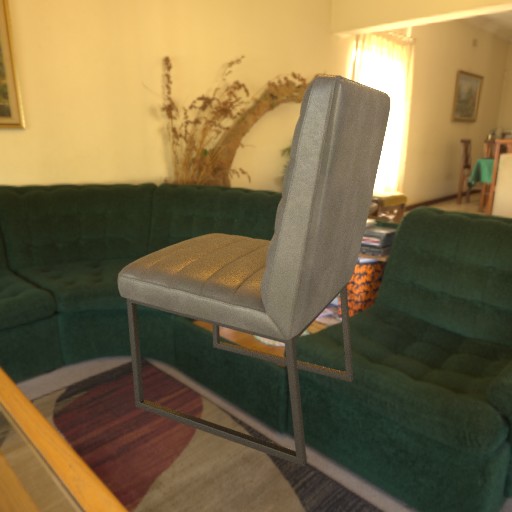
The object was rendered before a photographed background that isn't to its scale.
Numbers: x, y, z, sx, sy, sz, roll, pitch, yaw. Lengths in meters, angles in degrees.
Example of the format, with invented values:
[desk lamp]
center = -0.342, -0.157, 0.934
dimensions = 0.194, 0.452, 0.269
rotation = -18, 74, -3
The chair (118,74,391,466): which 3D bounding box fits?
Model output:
[chair]
center = 0.000, 0.000, 1.308
dimensions = 0.634, 0.930, 0.520
rotation = 8, 17, 26
